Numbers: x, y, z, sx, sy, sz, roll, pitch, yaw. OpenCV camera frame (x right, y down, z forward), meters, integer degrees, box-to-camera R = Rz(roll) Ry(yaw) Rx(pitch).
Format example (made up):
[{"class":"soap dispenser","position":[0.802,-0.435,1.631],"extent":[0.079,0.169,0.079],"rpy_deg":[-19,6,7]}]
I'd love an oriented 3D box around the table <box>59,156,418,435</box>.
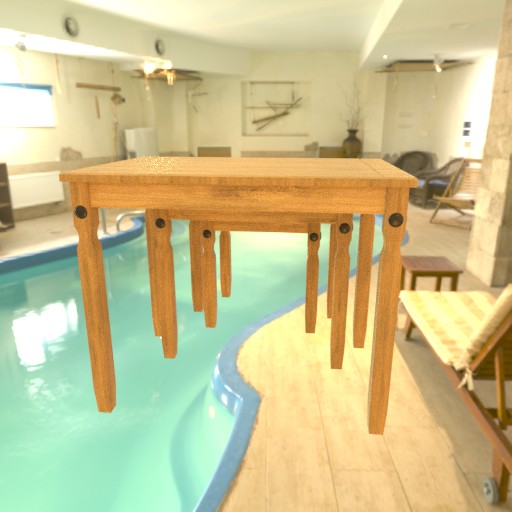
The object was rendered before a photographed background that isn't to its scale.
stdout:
[{"class":"table","position":[0.000,0.000,1.246],"extent":[0.660,0.535,0.773],"rpy_deg":[2,17,7]}]
